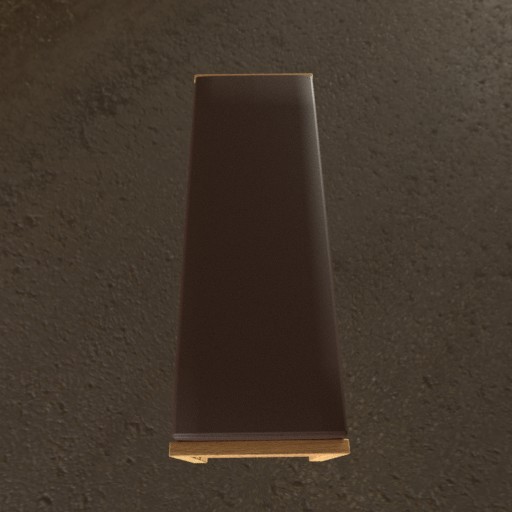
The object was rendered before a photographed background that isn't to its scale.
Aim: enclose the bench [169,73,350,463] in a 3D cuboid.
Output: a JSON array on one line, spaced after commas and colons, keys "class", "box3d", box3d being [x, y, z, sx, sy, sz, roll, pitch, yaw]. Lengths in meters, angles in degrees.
[{"class": "bench", "box3d": [0.000, 0.000, 1.441, 0.405, 0.480, 1.200, -1, 63, 0]}]
